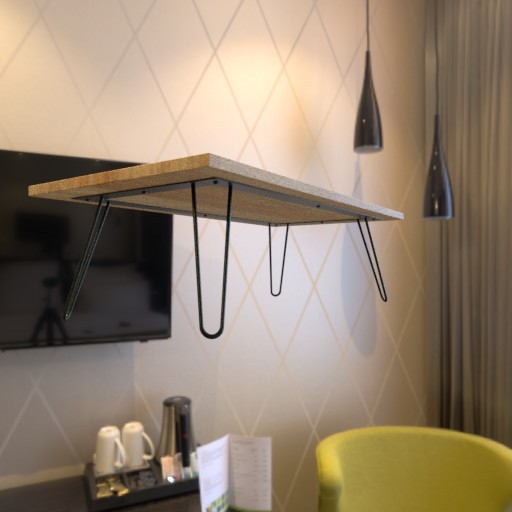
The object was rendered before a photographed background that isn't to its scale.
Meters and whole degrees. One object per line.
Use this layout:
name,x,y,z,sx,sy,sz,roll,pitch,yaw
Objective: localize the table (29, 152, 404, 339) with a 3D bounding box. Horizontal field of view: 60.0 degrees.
table,0.000,0.000,1.658,0.699,0.400,1.348,-1,-1,35
